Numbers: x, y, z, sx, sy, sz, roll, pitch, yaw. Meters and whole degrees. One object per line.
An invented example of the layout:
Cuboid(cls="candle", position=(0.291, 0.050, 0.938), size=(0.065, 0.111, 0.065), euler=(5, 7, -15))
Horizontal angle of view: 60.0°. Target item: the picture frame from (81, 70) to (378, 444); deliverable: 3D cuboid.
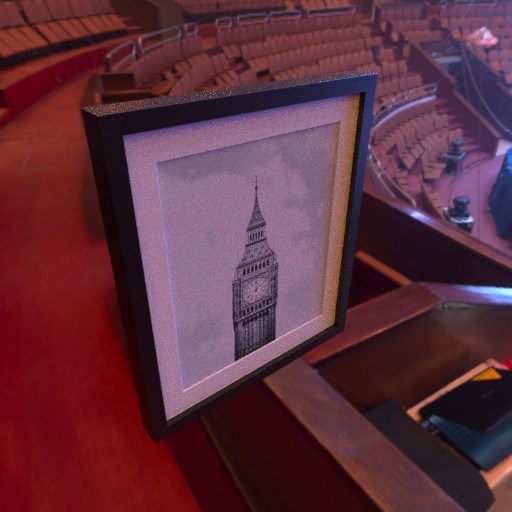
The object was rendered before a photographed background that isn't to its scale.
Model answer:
Cuboid(cls="picture frame", position=(0.000, 0.000, 0.524), size=(0.328, 0.378, 0.034), euler=(-22, 37, -32))
